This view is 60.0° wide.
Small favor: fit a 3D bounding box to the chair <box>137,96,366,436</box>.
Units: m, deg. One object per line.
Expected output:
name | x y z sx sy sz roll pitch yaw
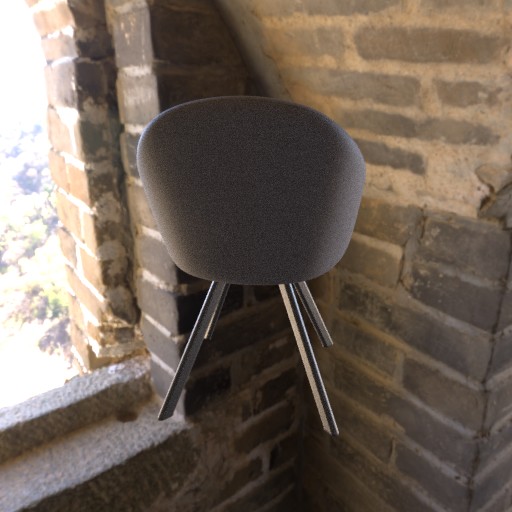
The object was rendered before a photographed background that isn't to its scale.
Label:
chair | 0.000 0.000 1.182 0.540 0.780 0.570 2 17 7
